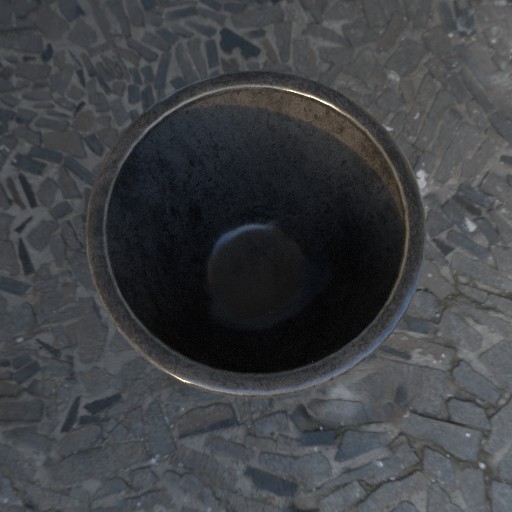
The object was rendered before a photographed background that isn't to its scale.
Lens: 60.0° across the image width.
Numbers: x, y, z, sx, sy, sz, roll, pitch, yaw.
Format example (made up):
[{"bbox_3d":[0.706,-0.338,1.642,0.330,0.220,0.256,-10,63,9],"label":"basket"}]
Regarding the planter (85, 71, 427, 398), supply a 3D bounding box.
[{"bbox_3d":[0.000,0.000,0.297,0.172,0.160,0.172,0,77,0],"label":"planter"}]
